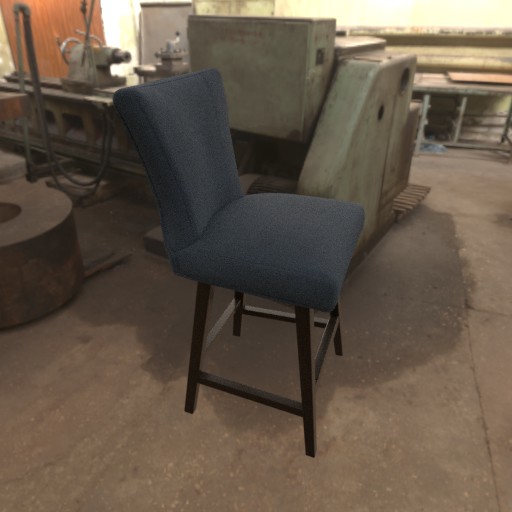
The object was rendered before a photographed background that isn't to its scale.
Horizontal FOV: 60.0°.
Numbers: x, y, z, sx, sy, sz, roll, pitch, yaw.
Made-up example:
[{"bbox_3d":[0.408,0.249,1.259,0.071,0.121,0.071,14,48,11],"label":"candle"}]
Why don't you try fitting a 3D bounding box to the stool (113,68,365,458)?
[{"bbox_3d":[0.000,0.000,1.343,0.574,1.000,0.514,10,30,17],"label":"stool"}]
